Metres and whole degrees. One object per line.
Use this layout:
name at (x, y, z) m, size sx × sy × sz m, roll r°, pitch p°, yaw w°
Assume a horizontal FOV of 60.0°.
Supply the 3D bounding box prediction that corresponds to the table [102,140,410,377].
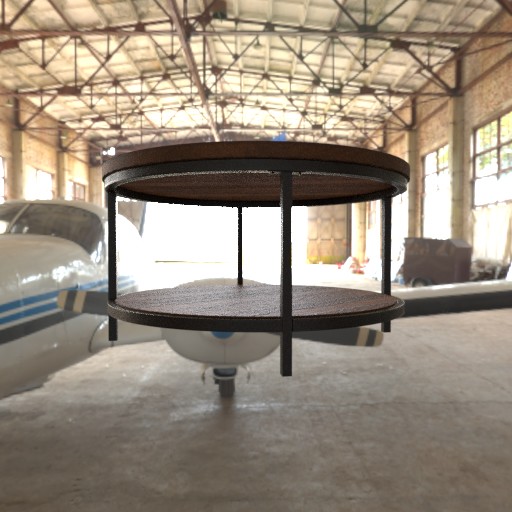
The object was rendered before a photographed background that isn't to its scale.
table at (0.000, 0.000, 1.279) m, size 0.837 × 0.462 × 0.837 m, roll 0°, pitch 1°, yaw 0°
